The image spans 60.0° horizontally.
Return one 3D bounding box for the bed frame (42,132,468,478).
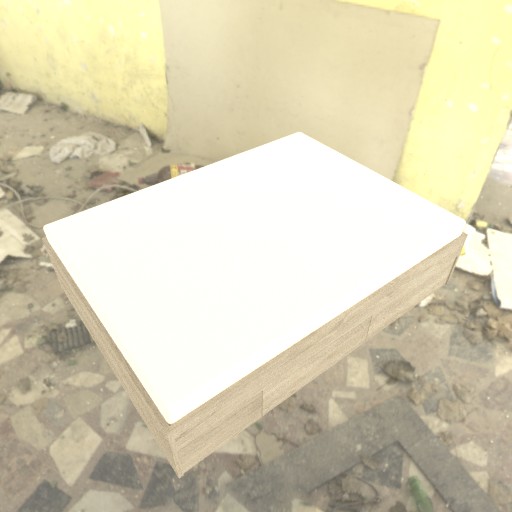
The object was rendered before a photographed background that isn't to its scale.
[{"bbox_3d":[0.000,0.000,2.615,1.944,0.490,1.448,-27,48,-27],"label":"bed frame"}]
